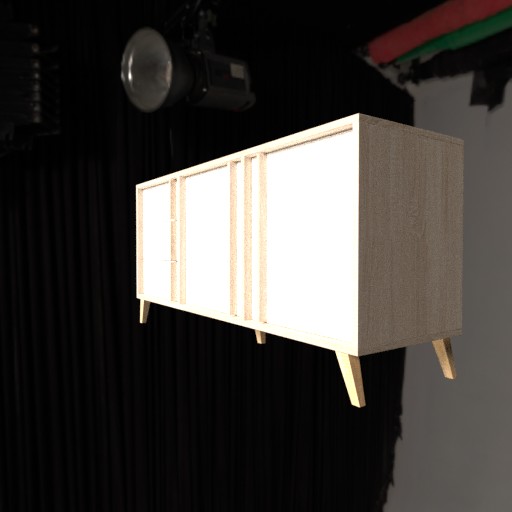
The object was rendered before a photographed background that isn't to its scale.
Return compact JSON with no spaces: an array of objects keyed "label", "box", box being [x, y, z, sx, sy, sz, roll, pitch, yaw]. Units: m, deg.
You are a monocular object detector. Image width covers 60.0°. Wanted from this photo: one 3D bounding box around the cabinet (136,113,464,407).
[{"label":"cabinet","box":[0.000,0.000,1.985,0.500,0.780,1.649,-1,1,-35]}]
